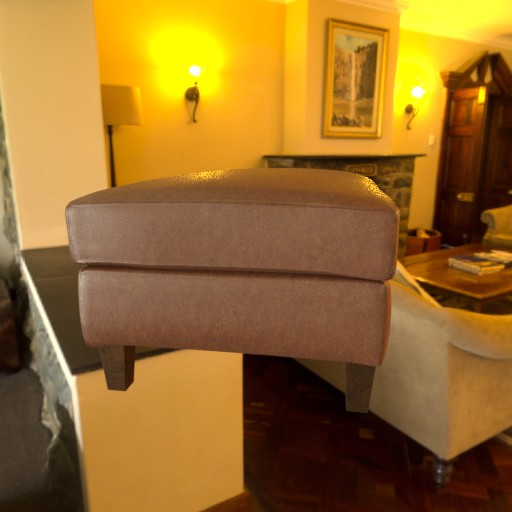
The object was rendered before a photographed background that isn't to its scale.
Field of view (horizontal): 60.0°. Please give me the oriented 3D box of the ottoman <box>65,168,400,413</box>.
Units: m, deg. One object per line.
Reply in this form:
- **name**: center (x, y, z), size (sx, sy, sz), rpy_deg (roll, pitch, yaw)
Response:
- **ottoman**: center (0.000, 0.000, 1.244), size (0.650, 0.485, 0.851), rpy_deg (2, 14, 9)
